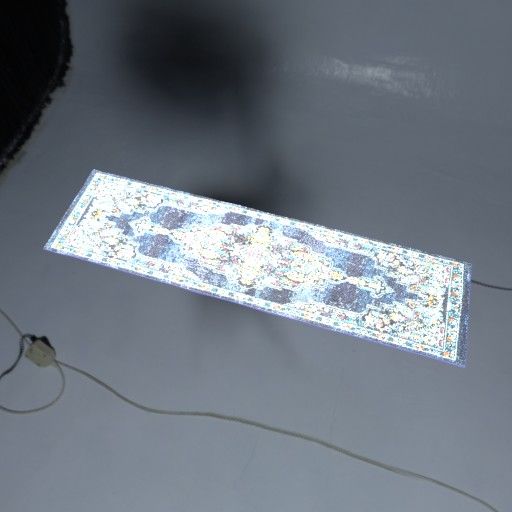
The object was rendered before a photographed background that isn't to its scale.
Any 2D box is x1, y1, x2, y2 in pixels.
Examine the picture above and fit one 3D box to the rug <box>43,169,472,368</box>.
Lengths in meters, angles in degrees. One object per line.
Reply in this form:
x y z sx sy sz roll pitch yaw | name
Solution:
0.000 0.000 2.428 2.283 0.016 0.602 15 62 8 | rug
